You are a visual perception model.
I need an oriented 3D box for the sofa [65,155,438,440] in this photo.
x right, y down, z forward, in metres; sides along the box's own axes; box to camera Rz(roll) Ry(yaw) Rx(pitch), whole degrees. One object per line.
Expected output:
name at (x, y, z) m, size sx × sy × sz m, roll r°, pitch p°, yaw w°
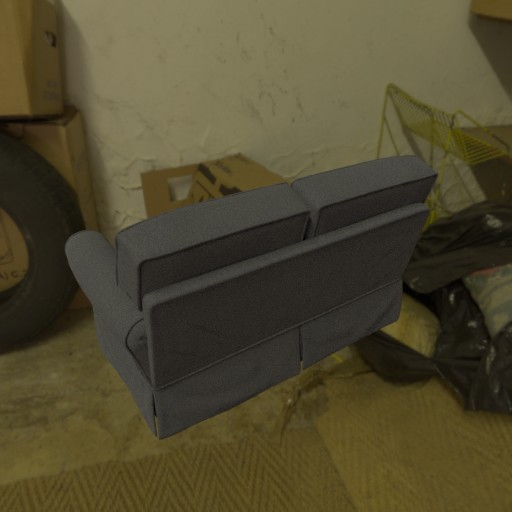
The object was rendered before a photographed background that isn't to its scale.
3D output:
sofa at (0.000, 0.000, 2.429) m, size 1.801 × 1.059 × 0.997 m, roll -18°, pitch 35°, yaw -29°
